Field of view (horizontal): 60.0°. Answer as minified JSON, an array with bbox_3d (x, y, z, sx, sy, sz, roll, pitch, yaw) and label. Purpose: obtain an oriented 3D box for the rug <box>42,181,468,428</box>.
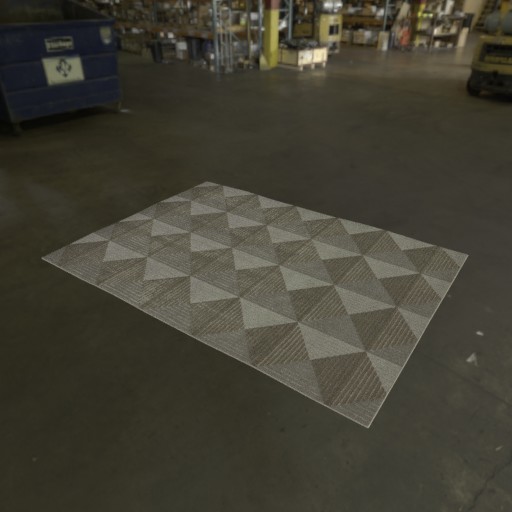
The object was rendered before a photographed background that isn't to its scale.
[{"bbox_3d":[0.000,0.000,4.276,3.333,0.027,2.428,20,36,30],"label":"rug"}]
